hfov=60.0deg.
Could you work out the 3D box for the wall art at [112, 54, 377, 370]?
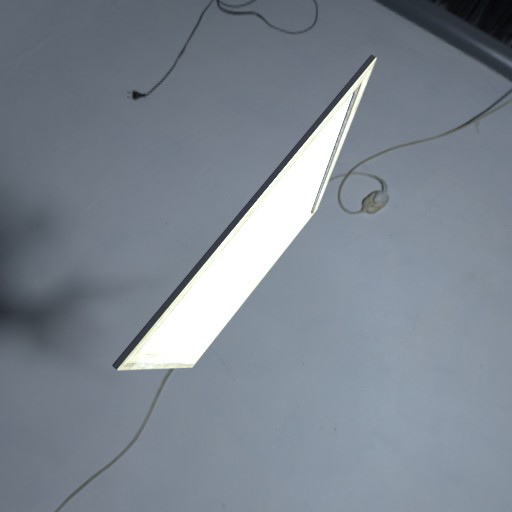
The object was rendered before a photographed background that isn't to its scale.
[{"bbox_3d":[0.000,0.000,0.782,0.009,0.559,0.483,37,79,8],"label":"wall art"}]
